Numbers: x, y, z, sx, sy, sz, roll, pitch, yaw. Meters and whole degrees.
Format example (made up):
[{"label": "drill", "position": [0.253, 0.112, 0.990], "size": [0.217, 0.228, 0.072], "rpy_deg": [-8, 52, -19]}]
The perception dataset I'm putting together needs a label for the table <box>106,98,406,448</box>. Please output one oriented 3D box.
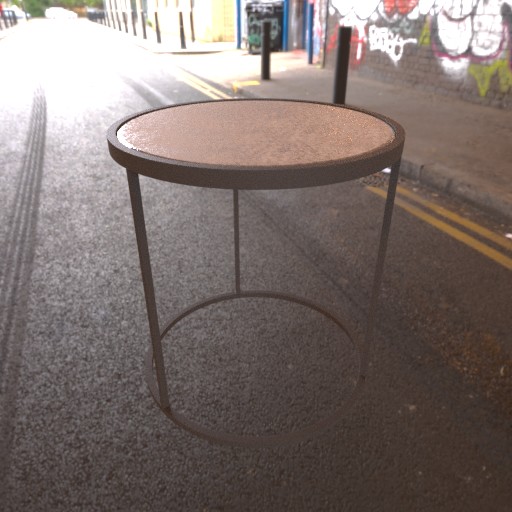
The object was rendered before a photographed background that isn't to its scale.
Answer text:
[{"label": "table", "position": [0.000, 0.000, 0.847], "size": [0.470, 0.498, 0.470], "rpy_deg": [0, 29, 0]}]
